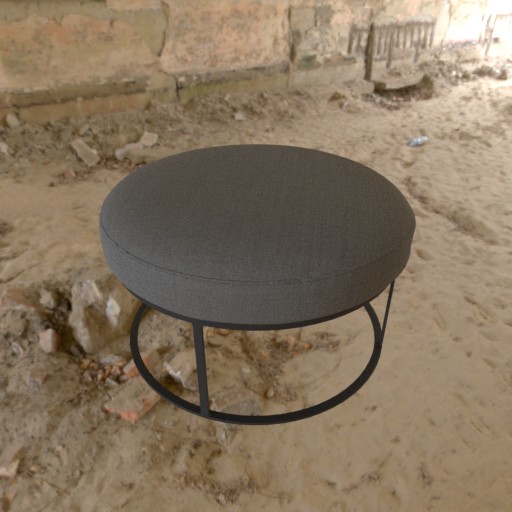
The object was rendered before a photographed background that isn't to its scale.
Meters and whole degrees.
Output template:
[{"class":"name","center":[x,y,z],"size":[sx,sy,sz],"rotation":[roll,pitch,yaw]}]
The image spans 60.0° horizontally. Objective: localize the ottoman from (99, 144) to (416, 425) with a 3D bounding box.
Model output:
[{"class":"ottoman","center":[0.000,0.000,1.203],"size":[0.772,0.460,0.772],"rotation":[0,31,0]}]
